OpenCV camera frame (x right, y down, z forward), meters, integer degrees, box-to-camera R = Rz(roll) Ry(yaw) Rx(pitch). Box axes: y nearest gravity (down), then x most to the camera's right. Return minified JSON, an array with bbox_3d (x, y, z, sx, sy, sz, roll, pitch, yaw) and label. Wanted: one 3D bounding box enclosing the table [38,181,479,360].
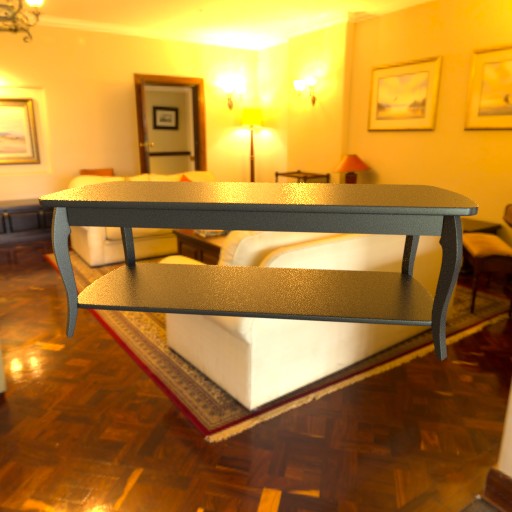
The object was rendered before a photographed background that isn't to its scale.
[{"bbox_3d":[0.000,0.000,1.566,1.333,0.457,0.571,2,15,7],"label":"table"}]
